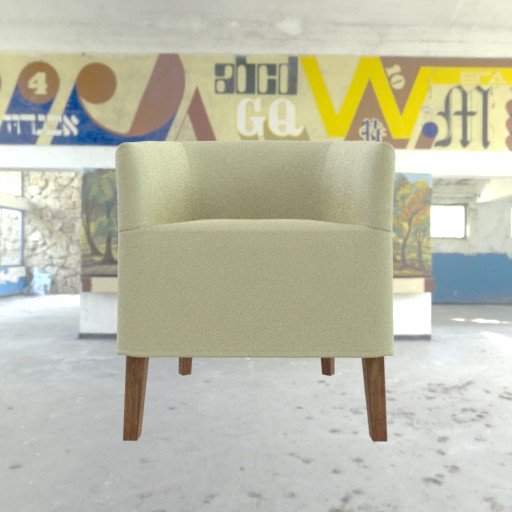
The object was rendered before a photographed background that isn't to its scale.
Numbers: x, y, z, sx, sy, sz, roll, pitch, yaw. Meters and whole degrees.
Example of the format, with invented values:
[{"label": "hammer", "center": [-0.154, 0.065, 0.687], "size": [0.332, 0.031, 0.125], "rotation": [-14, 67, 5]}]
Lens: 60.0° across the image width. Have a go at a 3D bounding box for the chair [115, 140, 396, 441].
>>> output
[{"label": "chair", "center": [0.000, 0.000, 1.299], "size": [0.643, 0.822, 0.657], "rotation": [0, 0, 0]}]
